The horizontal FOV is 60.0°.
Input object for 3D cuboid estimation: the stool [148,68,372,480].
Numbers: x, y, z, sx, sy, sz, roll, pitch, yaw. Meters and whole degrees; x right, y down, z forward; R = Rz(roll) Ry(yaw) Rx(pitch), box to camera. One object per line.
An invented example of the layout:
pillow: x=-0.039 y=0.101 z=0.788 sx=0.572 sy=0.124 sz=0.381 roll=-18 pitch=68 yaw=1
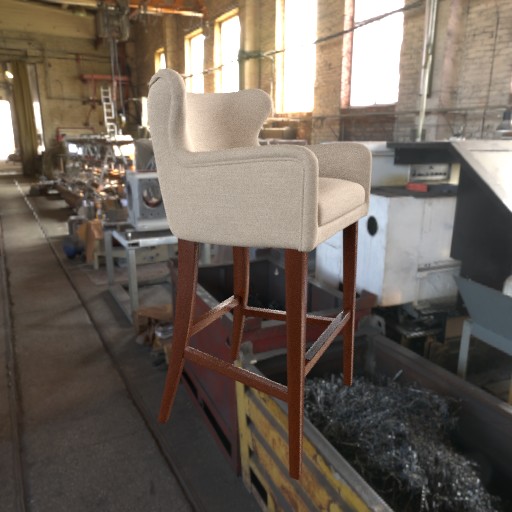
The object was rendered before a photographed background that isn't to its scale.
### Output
stool: x=0.000 y=0.000 z=1.370 sx=0.563 sy=1.034 sz=0.556 roll=7 pitch=17 yaw=26
